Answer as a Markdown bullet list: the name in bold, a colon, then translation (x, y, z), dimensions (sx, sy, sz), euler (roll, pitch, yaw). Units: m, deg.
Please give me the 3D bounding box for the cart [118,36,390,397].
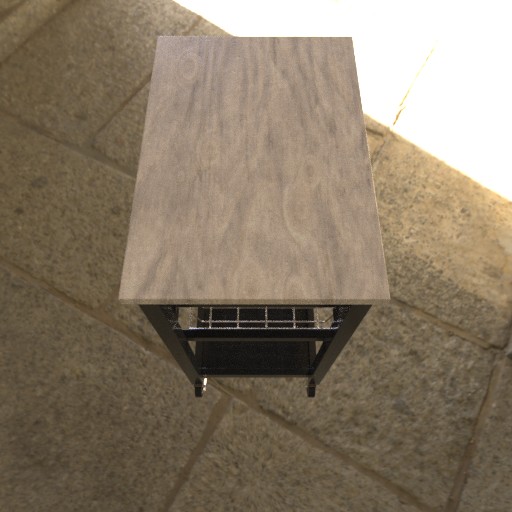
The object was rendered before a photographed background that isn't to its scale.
- **cart**: translation (0.000, 0.000, 1.148), dimensions (0.403, 0.839, 0.584), euler (0, 63, 0)
